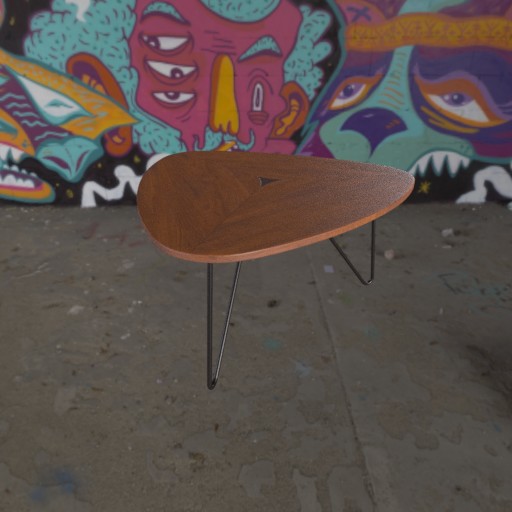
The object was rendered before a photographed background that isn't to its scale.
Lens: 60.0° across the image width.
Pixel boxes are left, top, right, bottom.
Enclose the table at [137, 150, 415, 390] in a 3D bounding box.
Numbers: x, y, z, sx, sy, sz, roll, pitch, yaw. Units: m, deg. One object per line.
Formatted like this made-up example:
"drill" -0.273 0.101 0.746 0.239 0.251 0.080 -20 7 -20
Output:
"table" 0.000 0.000 1.321 0.833 0.413 0.821 9 28 16
